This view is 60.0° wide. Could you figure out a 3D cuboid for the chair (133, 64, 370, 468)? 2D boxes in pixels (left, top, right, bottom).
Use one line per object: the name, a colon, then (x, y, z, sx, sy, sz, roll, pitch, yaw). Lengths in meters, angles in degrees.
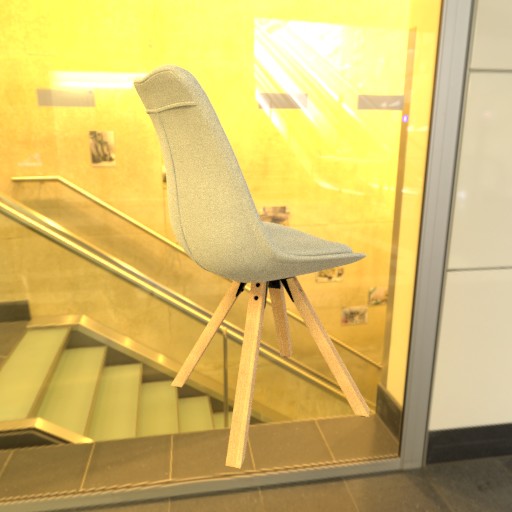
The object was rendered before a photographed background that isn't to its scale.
chair: (0.000, 0.000, 1.159, 0.549, 0.863, 0.474, -8, 17, -27)
